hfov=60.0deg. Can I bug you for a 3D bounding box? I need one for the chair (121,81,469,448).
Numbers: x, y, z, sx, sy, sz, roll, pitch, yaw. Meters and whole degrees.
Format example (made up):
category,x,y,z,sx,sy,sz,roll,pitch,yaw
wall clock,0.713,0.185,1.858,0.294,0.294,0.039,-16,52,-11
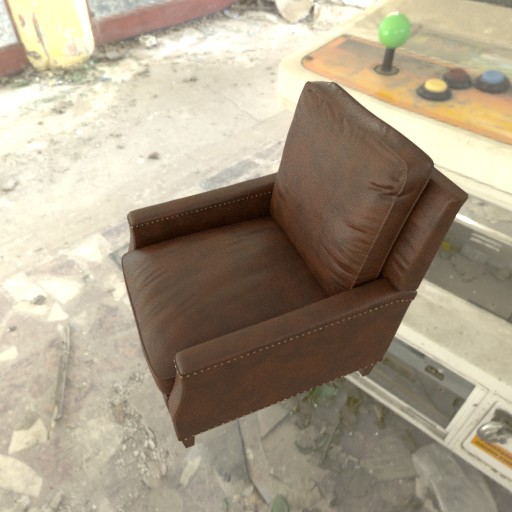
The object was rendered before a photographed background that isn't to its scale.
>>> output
category,x,y,z,sx,sy,sz,roll,pitch,yaw
chair,0.000,0.000,1.764,1.035,1.054,0.854,-16,47,-16
